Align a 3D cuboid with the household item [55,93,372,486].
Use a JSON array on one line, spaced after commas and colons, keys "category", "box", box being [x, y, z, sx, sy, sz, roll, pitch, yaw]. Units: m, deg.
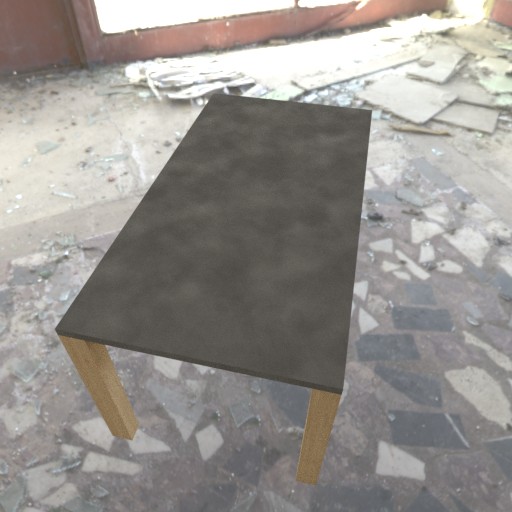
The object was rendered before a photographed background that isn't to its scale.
[{"category": "household item", "box": [0.000, 0.000, 2.060, 0.850, 0.755, 1.600, 9, 46, 9]}]
